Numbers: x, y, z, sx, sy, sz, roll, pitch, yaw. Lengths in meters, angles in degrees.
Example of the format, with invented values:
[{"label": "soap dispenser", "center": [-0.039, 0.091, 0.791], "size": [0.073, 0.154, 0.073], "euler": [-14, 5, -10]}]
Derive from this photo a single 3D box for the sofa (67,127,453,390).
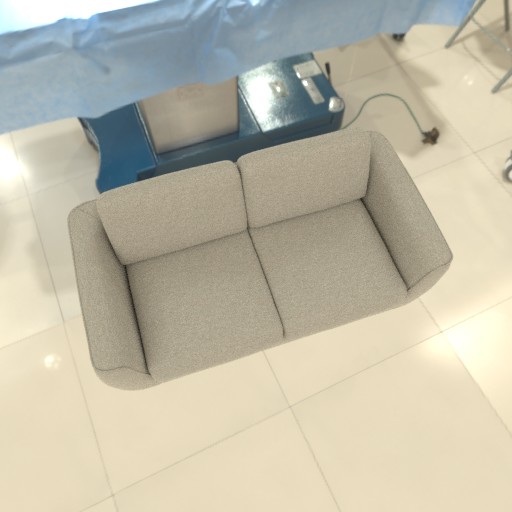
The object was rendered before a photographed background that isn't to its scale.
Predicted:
[{"label": "sofa", "center": [0.000, 0.000, 2.263], "size": [1.700, 0.850, 0.920], "euler": [-16, 65, -8]}]
